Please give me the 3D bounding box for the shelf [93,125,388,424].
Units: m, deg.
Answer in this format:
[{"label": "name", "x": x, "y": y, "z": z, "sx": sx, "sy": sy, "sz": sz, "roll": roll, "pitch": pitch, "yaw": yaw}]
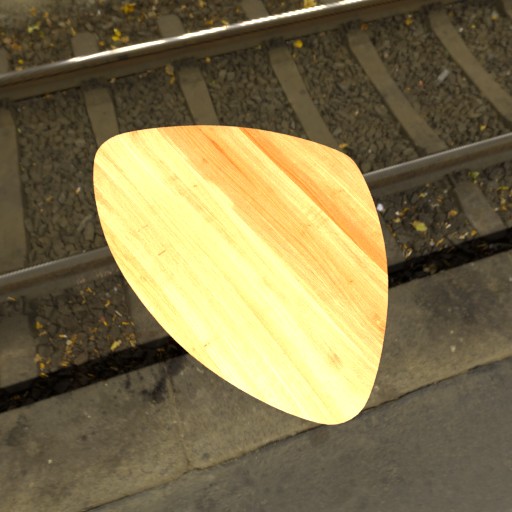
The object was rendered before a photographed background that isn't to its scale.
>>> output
[{"label": "shelf", "x": 0.000, "y": 0.000, "z": 1.627, "sx": 0.863, "sy": 0.439, "sz": 1.240, "roll": -36, "pitch": 68, "yaw": -18}]
